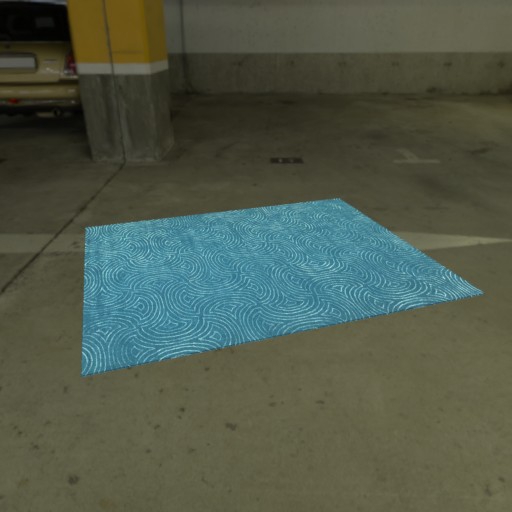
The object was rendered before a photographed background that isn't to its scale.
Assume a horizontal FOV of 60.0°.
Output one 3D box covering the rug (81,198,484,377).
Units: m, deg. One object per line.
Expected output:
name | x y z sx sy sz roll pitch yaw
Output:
rug | 0.000 0.000 4.133 3.033 0.012 2.432 -8 28 -16
